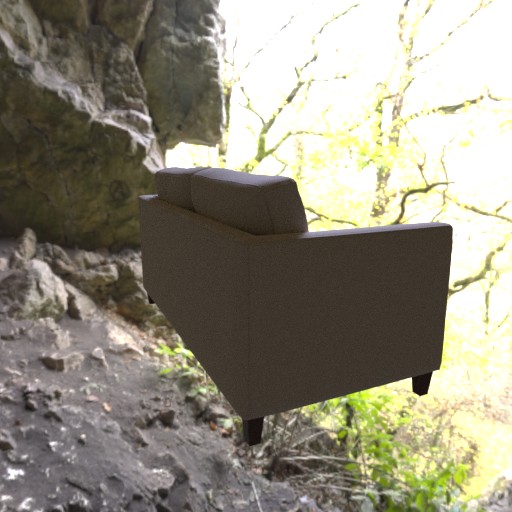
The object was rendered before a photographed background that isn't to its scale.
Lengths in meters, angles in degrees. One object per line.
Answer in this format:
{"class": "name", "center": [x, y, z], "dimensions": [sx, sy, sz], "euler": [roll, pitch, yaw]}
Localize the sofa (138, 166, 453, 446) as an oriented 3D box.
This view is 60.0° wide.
{"class": "sofa", "center": [0.000, 0.000, 2.250], "dimensions": [0.873, 0.888, 1.722], "euler": [-6, 14, -24]}
